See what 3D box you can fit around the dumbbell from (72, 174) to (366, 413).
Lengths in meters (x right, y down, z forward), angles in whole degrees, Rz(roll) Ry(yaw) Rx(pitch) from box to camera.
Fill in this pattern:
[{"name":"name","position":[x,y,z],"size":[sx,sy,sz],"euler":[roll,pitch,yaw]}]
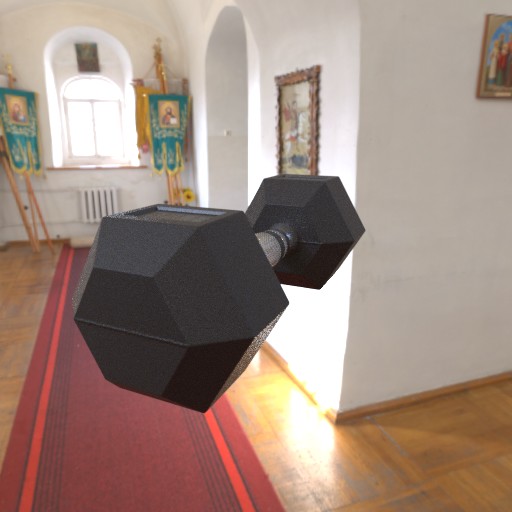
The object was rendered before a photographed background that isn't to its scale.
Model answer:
[{"name":"dumbbell","position":[0.000,0.000,0.415],"size":[0.141,0.123,0.356],"euler":[7,18,24]}]
